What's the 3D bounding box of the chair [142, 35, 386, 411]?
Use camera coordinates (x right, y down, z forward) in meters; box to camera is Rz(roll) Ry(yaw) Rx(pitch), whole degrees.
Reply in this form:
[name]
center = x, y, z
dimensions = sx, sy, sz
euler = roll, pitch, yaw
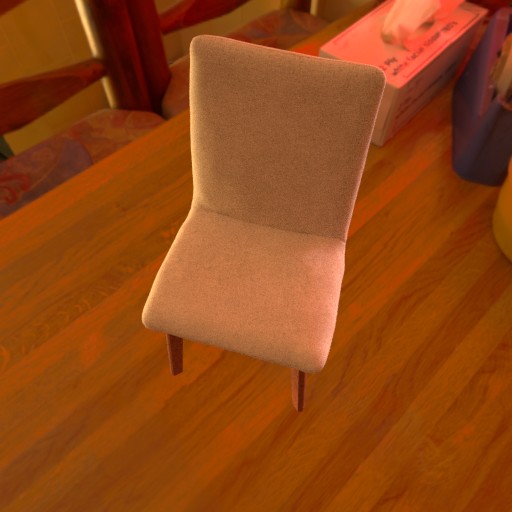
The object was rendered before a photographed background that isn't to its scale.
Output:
[chair]
center = 0.000, 0.000, 1.280
dimensions = 0.522, 0.974, 0.563
euler = 13, 59, 8
